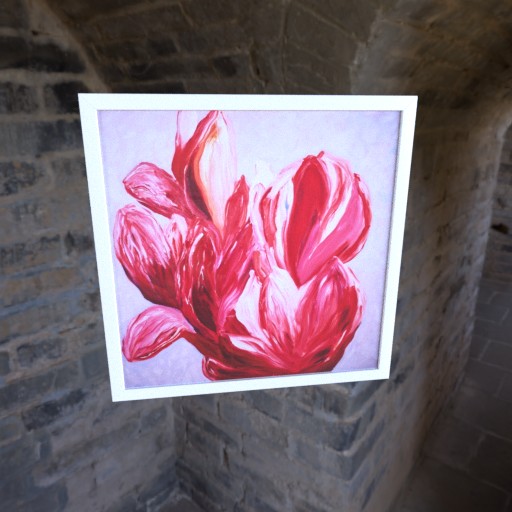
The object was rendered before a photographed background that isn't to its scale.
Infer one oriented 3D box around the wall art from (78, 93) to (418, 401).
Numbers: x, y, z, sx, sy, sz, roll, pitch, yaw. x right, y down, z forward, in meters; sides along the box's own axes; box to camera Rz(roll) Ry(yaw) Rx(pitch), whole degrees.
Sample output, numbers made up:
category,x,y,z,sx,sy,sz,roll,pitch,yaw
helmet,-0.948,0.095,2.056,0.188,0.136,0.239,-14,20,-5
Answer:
category,x,y,z,sx,sy,sz,roll,pitch,yaw
wall art,0.000,0.000,0.967,0.664,0.661,0.020,-2,18,-8
